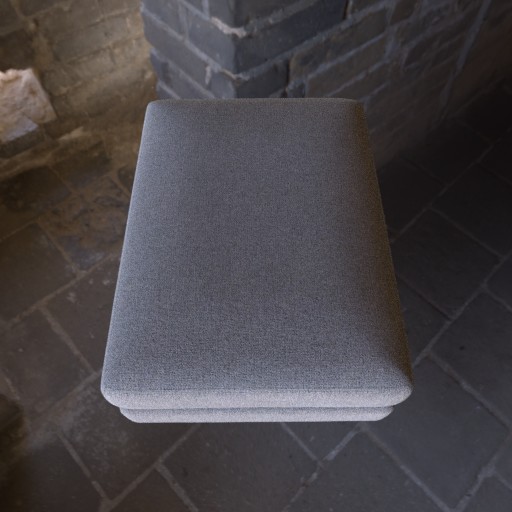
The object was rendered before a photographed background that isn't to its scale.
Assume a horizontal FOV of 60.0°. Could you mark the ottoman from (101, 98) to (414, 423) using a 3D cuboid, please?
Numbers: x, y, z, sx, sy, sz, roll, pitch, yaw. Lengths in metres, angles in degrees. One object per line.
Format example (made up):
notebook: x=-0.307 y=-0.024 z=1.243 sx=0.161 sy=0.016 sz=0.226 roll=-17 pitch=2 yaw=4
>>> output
ottoman: x=0.000 y=0.000 z=1.184 sx=0.611 sy=0.441 sz=0.821 roll=0 pitch=60 yaw=0
